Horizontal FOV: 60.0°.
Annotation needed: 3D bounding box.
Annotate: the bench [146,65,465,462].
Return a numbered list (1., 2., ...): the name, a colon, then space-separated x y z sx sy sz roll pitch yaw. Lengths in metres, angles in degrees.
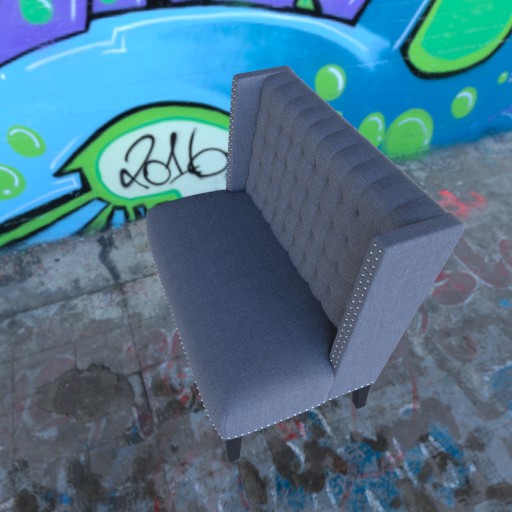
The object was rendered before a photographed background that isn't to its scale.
1. bench: 0.000 0.000 2.007 0.842 1.121 1.276 -16 48 -15
